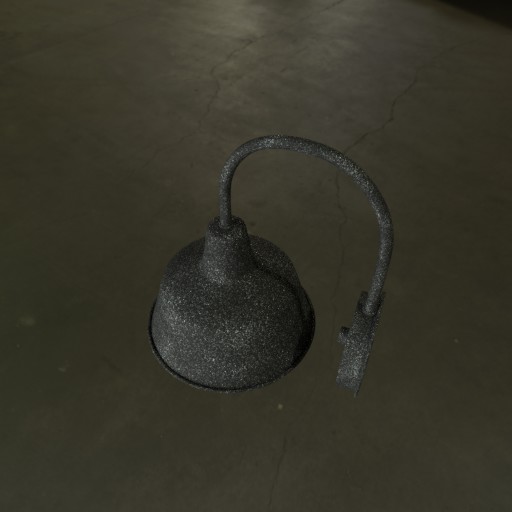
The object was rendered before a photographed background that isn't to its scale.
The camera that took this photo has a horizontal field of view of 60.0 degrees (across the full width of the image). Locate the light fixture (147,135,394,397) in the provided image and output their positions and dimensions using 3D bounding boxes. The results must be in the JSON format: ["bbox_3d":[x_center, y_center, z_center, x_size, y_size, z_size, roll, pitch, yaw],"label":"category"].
[{"bbox_3d":[0.000,0.000,0.480,0.283,0.300,0.216,16,47,16],"label":"light fixture"}]
